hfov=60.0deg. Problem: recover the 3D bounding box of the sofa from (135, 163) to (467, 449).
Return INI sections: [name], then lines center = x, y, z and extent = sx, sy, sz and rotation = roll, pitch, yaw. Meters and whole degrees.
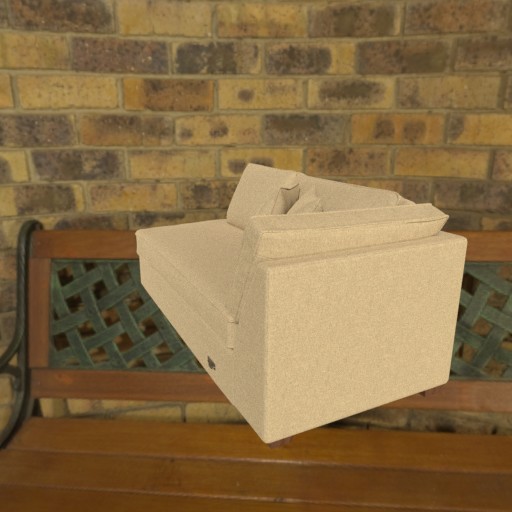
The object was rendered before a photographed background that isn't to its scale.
[sofa]
center = 0.000, 0.000, 2.849
extent = 1.110, 1.033, 2.237
rotation = -8, 18, -26
